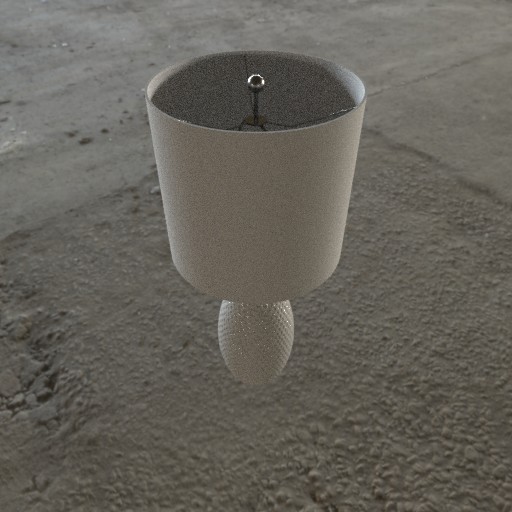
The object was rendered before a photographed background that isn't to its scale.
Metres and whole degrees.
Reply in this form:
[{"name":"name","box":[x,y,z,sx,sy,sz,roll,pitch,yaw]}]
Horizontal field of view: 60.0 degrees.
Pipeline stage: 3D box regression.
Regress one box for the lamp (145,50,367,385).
[{"name":"lamp","box":[0.000,0.000,0.583,0.214,0.466,0.214,-27,48,-27]}]
